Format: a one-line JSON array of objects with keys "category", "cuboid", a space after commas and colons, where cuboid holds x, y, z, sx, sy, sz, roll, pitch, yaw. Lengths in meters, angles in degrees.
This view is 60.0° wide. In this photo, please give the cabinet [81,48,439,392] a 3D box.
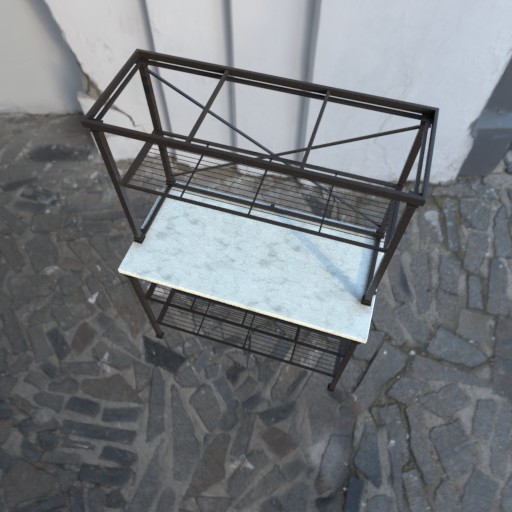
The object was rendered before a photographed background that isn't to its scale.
[{"category": "cabinet", "cuboid": [0.000, 0.000, 2.232, 1.210, 1.659, 0.610, 15, 59, 9]}]
